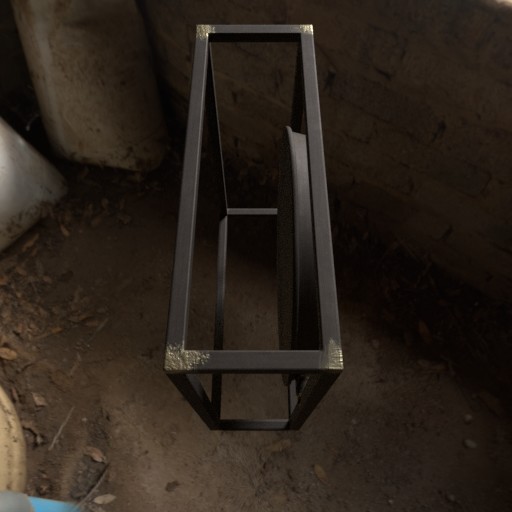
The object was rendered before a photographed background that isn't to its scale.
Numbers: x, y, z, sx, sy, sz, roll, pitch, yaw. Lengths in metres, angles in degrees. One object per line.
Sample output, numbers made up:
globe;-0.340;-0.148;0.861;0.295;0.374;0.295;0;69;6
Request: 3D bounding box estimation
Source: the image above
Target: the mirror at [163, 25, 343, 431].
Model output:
mirror;0.000;0.000;0.458;0.107;0.303;0.306;0;62;0
